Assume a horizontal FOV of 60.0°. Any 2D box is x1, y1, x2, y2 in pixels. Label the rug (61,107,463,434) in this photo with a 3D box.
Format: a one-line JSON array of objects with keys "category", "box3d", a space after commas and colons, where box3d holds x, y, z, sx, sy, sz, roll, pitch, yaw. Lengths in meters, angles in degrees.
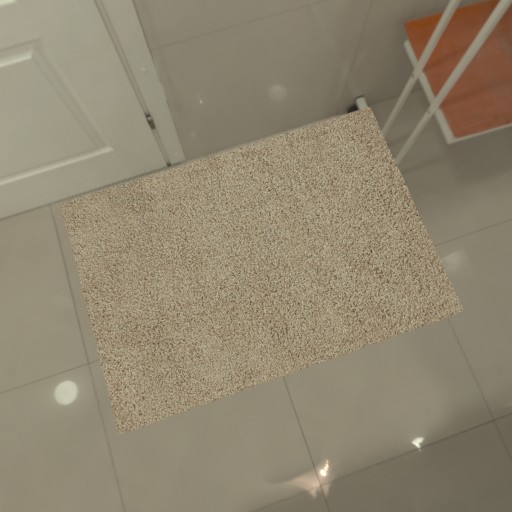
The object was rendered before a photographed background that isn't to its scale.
[{"category": "rug", "box3d": [0.000, 0.000, 2.285, 1.778, 0.030, 1.219, -18, 76, -5]}]
